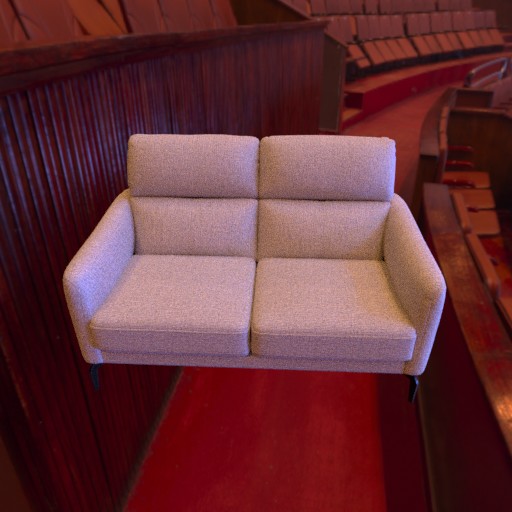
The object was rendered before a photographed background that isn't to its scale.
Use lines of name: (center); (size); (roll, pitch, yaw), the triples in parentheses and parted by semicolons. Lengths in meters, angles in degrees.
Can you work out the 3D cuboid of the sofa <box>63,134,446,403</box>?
sofa: (0.000, 0.000, 2.098); (1.540, 0.950, 0.905); (1, 29, 3)
